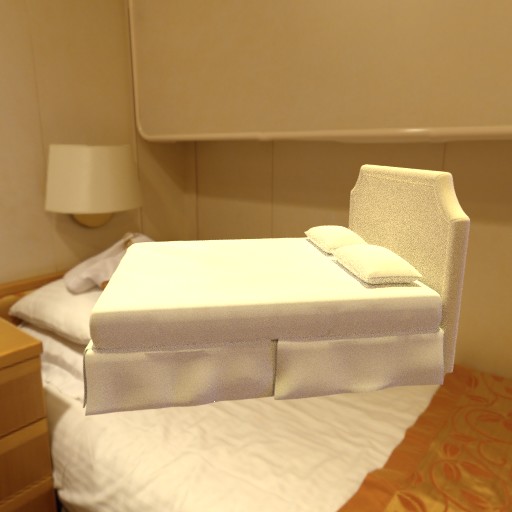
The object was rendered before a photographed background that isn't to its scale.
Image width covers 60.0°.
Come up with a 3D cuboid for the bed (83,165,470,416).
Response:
[{"bbox_3d":[0.000,0.000,4.114,2.773,1.590,2.350,-2,14,-8],"label":"bed"}]
